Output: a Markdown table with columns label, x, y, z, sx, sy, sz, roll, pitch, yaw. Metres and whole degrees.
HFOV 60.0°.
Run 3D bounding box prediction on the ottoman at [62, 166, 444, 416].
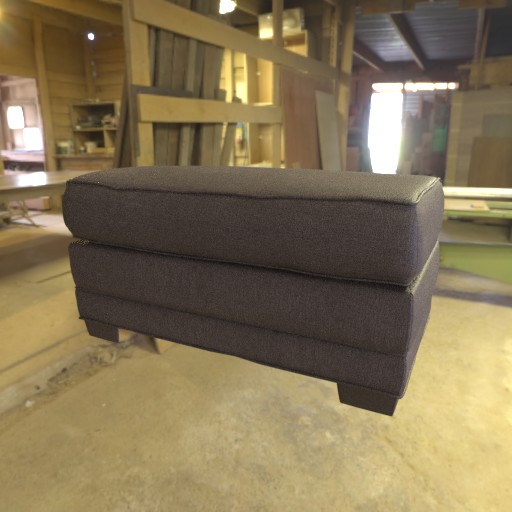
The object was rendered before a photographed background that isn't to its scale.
| label | x | y | z | sx | sy | sz | roll | pitch | yaw |
| --- | --- | --- | --- | --- | --- | --- | --- | --- | --- |
| ottoman | 0.000 | 0.000 | 1.147 | 0.864 | 0.448 | 0.490 | 7 | 17 | 26 |
